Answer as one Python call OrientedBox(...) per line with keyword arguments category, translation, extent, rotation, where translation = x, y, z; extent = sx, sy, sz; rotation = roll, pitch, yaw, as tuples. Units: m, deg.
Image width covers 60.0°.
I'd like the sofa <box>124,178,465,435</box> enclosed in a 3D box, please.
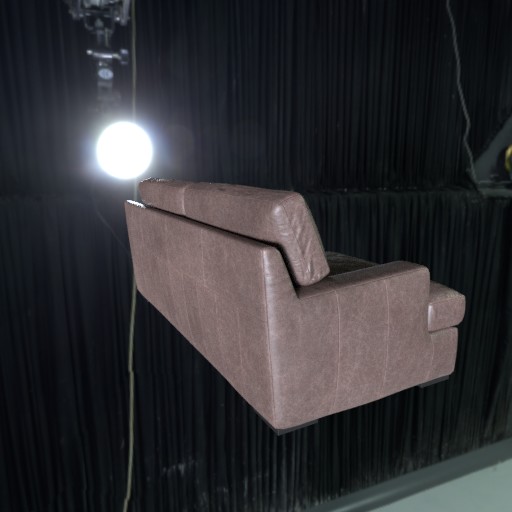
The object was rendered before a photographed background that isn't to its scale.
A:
OrientedBox(category="sofa", translation=(0.000, 0.000, 2.774), extent=(1.143, 0.941, 2.261), rotation=(-6, 14, -28))
